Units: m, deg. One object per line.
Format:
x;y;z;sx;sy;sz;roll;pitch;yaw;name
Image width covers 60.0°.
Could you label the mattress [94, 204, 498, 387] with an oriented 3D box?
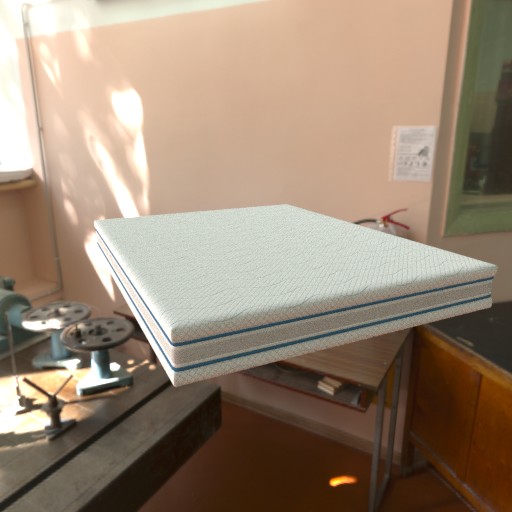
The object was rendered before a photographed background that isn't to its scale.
0.000;0.000;2.667;1.600;0.230;2.000;-8;18;-25;mattress
